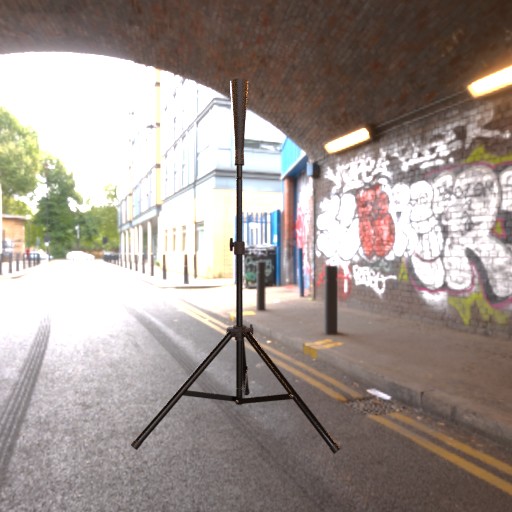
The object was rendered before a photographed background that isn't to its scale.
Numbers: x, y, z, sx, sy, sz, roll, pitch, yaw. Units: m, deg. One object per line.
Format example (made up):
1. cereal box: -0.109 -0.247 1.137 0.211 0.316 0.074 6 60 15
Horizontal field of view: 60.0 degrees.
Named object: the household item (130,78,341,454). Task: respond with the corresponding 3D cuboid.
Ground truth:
1. household item: 0.000 0.000 1.391 0.559 1.067 0.559 0 1 18
